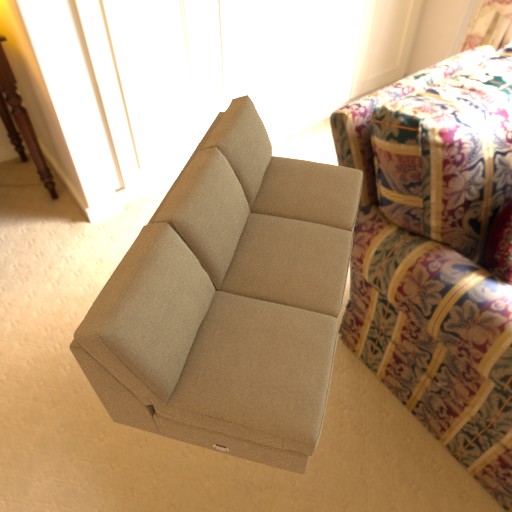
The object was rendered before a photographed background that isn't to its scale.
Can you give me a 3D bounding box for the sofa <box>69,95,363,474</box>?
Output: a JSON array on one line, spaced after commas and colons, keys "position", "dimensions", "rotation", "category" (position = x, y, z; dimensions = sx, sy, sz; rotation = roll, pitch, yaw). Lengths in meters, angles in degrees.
[{"position": [0.000, 0.000, 2.693], "dimensions": [1.127, 1.036, 2.092], "rotation": [11, 48, 10], "category": "sofa"}]
